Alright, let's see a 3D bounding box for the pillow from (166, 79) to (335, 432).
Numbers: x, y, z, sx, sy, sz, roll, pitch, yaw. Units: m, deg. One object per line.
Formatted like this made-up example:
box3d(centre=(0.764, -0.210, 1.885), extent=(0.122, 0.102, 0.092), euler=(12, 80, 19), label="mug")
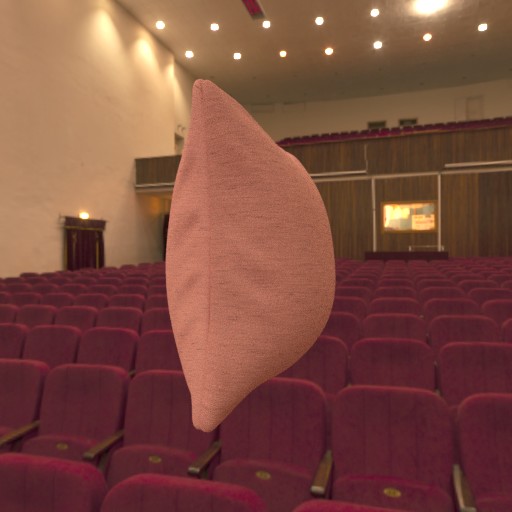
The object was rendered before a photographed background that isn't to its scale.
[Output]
box3d(centre=(0.000, 0.000, 0.713), extent=(0.246, 0.415, 0.432), euler=(0, -1, 18), label="pillow")
